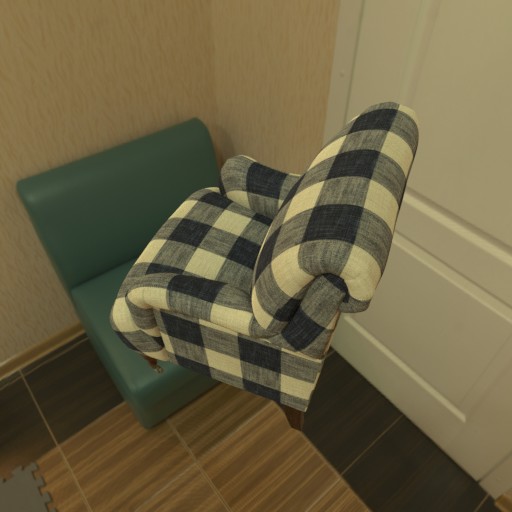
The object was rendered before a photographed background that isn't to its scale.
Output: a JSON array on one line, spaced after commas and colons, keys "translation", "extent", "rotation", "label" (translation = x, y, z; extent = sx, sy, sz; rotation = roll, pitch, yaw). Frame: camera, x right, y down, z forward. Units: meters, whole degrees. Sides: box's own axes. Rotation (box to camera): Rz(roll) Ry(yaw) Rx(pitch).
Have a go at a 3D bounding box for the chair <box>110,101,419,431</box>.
[{"translation": [0.000, 0.000, 1.569], "extent": [0.848, 0.953, 0.781], "rotation": [16, 49, 15], "label": "chair"}]
